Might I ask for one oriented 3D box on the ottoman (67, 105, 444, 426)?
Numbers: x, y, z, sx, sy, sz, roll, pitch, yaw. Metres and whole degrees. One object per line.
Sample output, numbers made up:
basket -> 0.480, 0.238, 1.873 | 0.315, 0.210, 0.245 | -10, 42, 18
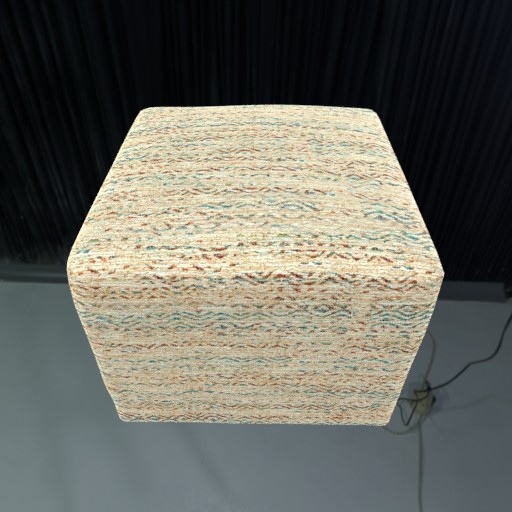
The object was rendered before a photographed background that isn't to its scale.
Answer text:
ottoman -> 0.000, 0.000, 0.886 | 0.512, 0.453, 0.521 | 1, 42, 1
